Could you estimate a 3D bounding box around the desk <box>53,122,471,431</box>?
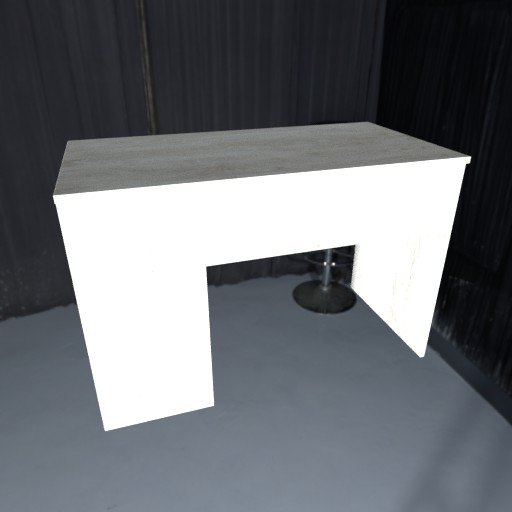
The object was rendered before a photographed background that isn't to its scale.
[{"bbox_3d":[0.000,0.000,1.503,1.096,0.730,0.560,-8,28,-16],"label":"desk"}]
